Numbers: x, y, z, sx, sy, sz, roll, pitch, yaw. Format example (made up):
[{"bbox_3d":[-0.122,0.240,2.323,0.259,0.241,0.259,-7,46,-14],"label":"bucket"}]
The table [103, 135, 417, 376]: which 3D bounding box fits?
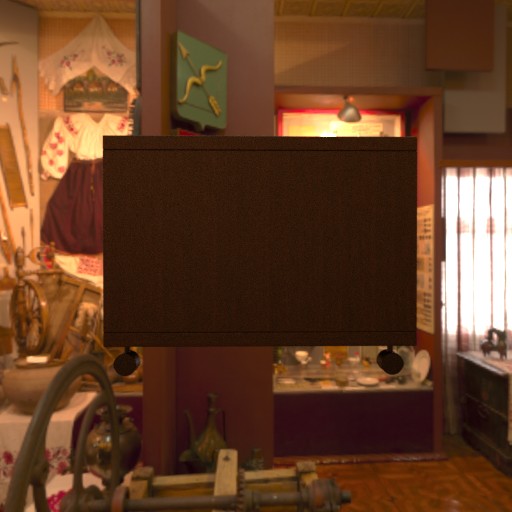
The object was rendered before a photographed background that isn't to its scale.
[{"bbox_3d":[0.000,0.000,1.356,0.590,0.460,1.050,0,1,-1],"label":"table"}]
